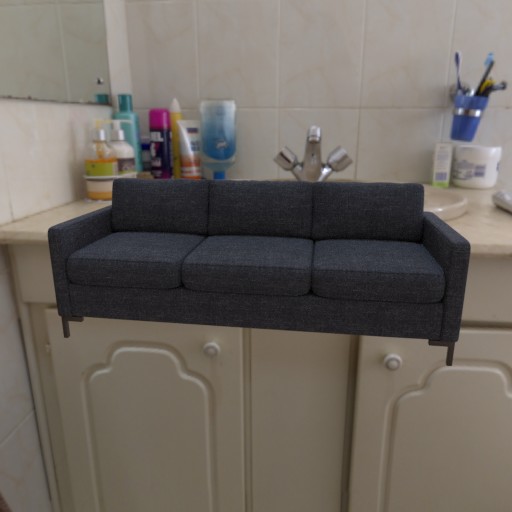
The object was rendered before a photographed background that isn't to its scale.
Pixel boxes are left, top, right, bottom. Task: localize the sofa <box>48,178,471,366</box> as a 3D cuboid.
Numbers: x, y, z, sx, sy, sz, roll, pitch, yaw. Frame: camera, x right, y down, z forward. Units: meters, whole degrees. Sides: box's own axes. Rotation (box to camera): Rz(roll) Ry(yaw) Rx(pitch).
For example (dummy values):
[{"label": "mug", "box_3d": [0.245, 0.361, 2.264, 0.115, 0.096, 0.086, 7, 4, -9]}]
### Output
[{"label": "sofa", "box_3d": [0.000, 0.000, 2.718, 2.218, 0.874, 0.859, 2, 16, 8]}]
